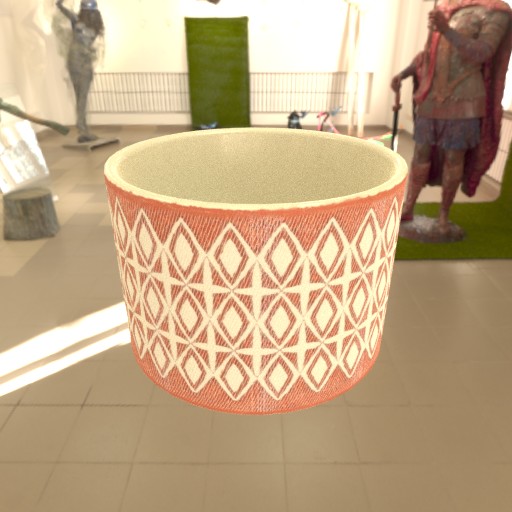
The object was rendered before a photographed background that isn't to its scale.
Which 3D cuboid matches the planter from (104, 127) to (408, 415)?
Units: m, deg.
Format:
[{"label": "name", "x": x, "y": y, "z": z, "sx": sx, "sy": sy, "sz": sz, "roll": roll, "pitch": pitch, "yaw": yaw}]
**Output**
[{"label": "planter", "x": 0.000, "y": 0.000, "z": 0.325, "sx": 0.192, "sy": 0.148, "sz": 0.192, "roll": 0, "pitch": 27, "yaw": 0}]
